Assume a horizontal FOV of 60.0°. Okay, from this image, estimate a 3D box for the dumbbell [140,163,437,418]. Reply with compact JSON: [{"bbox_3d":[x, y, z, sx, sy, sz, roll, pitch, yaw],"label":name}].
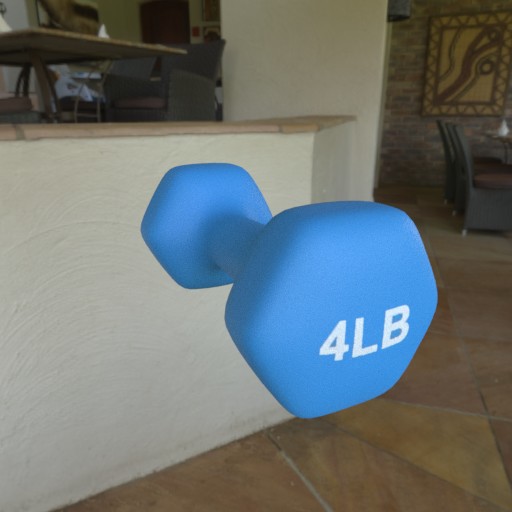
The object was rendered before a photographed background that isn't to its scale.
[{"bbox_3d":[0.000,0.000,0.192,0.074,0.066,0.152,-9,20,-24],"label":"dumbbell"}]
